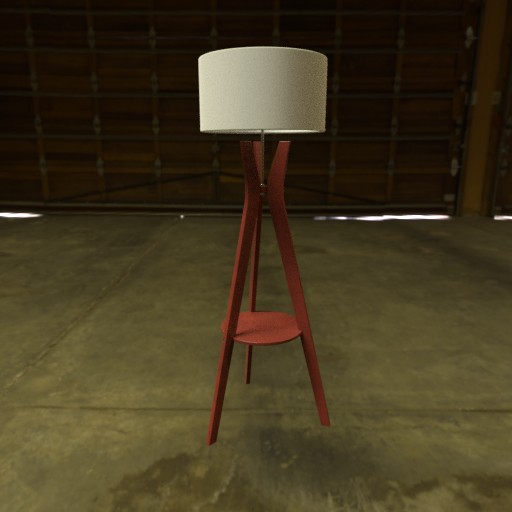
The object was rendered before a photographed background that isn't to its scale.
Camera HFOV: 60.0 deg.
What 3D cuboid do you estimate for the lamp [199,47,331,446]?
[{"bbox_3d":[0.000,0.000,1.789,0.542,1.472,0.539,-13,19,-43],"label":"lamp"}]
